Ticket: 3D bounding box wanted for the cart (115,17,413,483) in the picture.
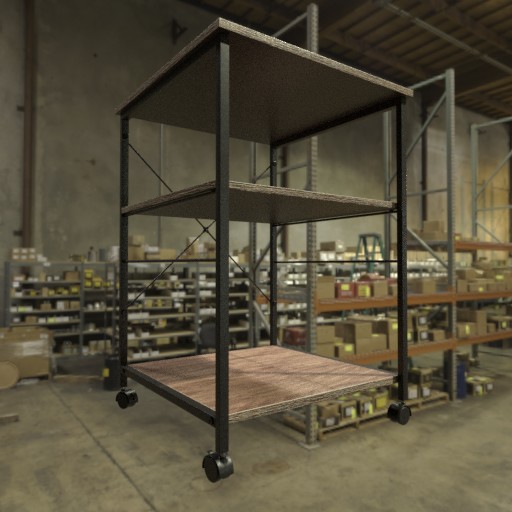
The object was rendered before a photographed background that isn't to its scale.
[{"bbox_3d":[0.000,0.000,1.076,0.521,0.762,0.520,1,-1,-36],"label":"cart"}]
